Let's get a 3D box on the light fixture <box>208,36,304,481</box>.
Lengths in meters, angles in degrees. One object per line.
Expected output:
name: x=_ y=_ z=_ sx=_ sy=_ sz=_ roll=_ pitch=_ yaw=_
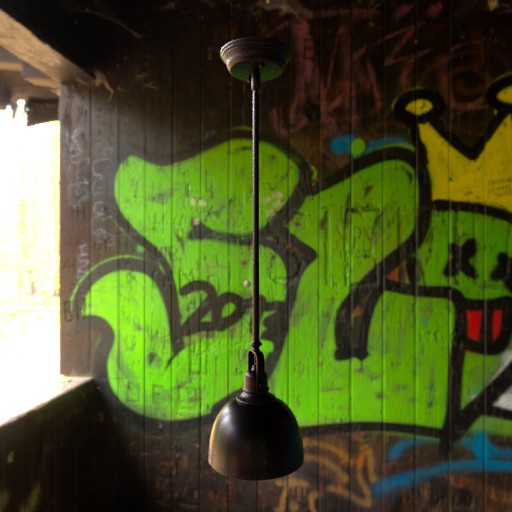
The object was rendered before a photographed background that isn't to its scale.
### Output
light fixture: x=0.000 y=0.000 z=0.844 sx=0.182 sy=0.768 sz=0.182 roll=0 pitch=0 yaw=-19
